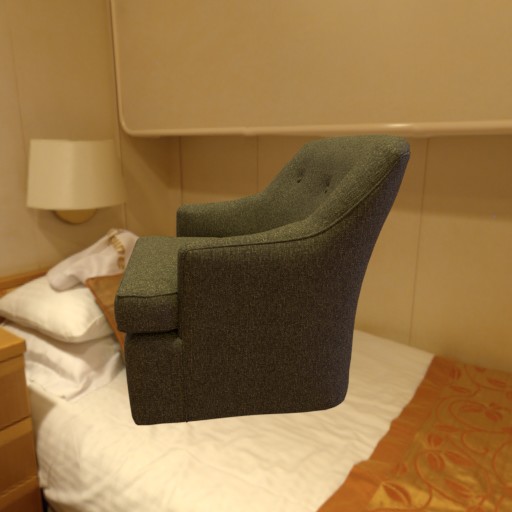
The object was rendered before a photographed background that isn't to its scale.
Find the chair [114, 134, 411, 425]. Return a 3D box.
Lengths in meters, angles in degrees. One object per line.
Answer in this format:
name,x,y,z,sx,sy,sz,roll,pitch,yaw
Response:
chair,0.000,0.000,1.618,0.923,0.856,0.864,-3,15,-10
